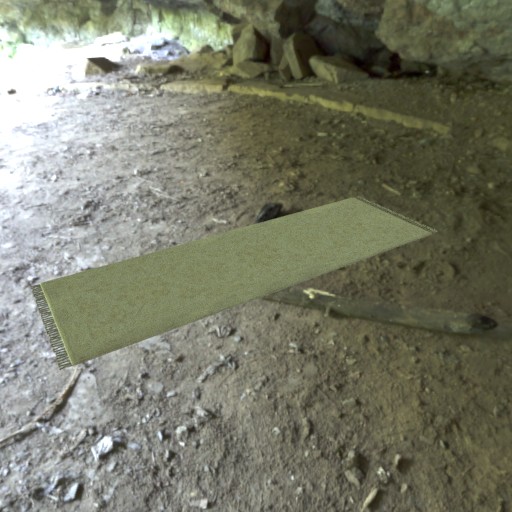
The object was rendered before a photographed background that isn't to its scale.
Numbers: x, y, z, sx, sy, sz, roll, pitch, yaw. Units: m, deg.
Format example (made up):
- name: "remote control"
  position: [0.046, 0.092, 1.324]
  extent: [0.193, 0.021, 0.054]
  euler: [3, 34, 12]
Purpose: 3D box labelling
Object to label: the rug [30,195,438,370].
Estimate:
- name: "rug"
  position: [0.000, 0.000, 2.827]
  extent: [2.544, 0.015, 0.795]
  euler: [-17, 34, -28]
